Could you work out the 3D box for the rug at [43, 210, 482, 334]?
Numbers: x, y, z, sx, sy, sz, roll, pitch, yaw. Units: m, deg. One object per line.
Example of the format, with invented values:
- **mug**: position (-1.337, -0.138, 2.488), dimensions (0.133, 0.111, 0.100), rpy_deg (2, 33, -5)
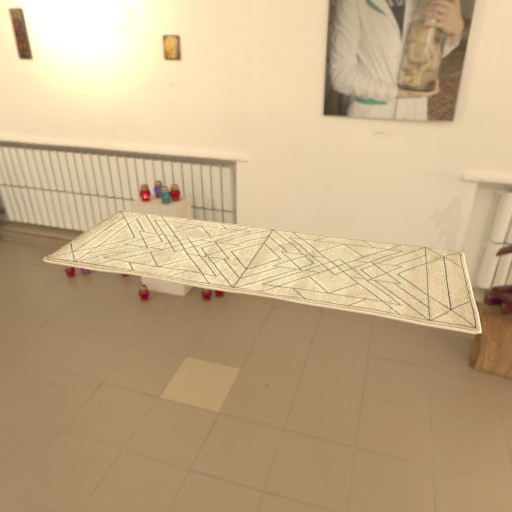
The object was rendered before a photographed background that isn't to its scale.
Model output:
- **rug**: position (0.000, 0.000, 2.645), dimensions (2.381, 0.036, 0.831), rpy_deg (8, 28, 15)
